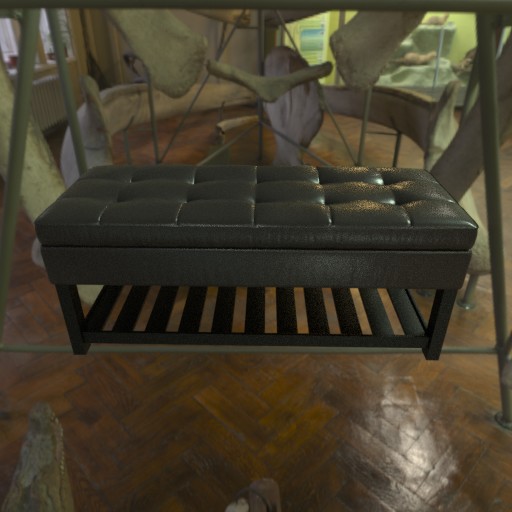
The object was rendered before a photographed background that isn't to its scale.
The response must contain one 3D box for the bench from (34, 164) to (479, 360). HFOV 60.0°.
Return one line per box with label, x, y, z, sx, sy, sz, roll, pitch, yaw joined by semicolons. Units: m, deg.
bench;0.000;0.000;1.365;1.105;0.460;0.432;1;30;1
